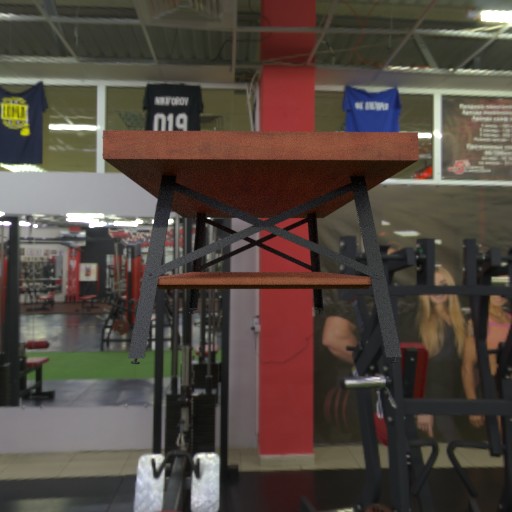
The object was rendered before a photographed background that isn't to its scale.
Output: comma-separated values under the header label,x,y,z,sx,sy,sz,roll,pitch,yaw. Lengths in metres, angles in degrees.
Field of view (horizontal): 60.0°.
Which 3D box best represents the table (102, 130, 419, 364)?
label,x,y,z,sx,sy,sz,roll,pitch,yaw
table,0.000,0.000,1.379,0.610,0.457,1.067,0,-1,-1
